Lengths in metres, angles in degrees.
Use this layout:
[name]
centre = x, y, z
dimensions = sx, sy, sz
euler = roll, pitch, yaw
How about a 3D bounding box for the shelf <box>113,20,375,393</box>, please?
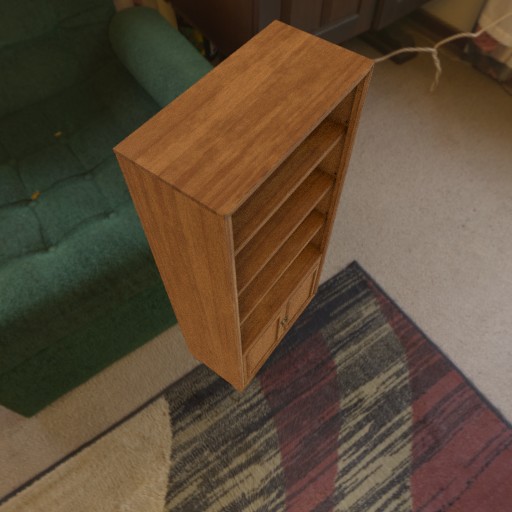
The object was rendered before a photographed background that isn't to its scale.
[shelf]
centre = 0.000, 0.000, 2.288
dimensions = 0.453, 1.930, 0.864
euler = 32, 63, 18
